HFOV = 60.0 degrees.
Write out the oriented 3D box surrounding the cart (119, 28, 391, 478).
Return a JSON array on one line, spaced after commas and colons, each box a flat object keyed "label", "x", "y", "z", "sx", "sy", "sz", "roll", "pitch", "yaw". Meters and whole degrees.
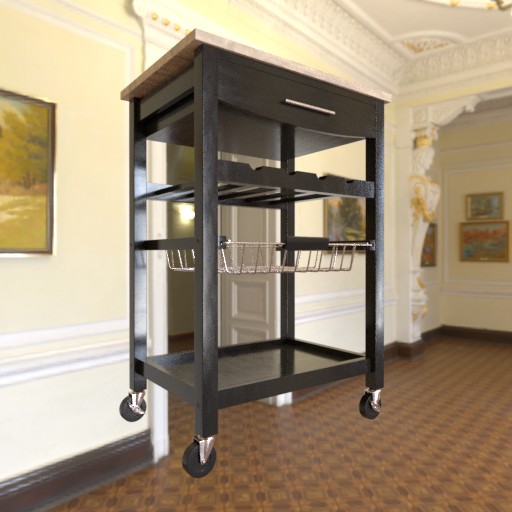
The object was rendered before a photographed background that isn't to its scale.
[{"label": "cart", "x": 0.000, "y": 0.000, "z": 1.139, "sx": 0.584, "sy": 0.839, "sz": 0.403, "roll": 0, "pitch": 0, "yaw": -36}]
